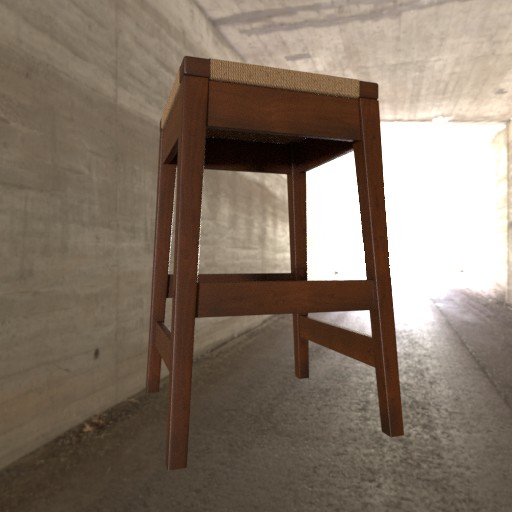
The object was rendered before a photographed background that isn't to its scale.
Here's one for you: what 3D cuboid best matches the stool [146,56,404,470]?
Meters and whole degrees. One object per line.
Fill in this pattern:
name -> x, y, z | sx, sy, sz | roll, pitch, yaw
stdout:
stool -> 0.000, 0.000, 1.104 | 0.497, 0.762, 0.507 | 0, 0, -18
